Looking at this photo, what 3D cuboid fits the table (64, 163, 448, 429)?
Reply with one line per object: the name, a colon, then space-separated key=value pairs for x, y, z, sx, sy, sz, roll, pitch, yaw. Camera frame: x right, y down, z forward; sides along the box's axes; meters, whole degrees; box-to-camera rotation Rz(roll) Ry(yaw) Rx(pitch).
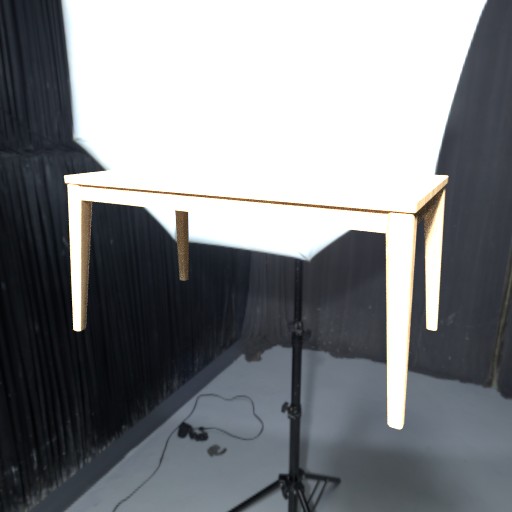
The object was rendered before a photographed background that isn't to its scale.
table: x=0.000 y=0.000 z=2.123 sx=1.600 sy=0.760 sz=0.900 roll=9 pitch=18 yaw=27
